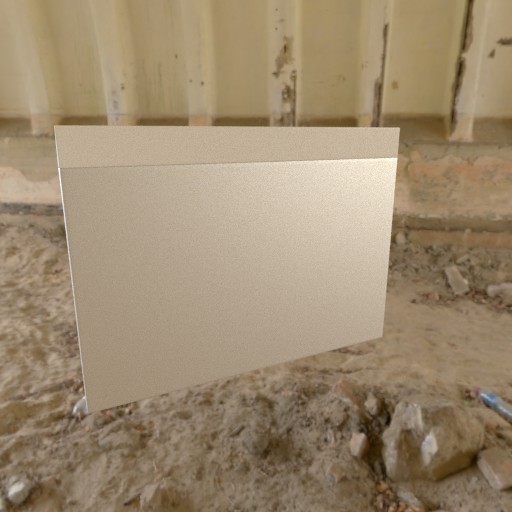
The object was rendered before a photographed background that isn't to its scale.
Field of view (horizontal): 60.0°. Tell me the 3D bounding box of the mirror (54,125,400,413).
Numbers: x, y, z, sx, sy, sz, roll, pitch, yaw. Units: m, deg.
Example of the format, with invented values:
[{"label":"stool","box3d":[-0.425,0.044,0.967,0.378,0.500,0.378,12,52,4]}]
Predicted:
[{"label":"mirror","box3d":[0.000,0.000,1.125,0.870,0.630,0.030,-8,17,-26]}]
